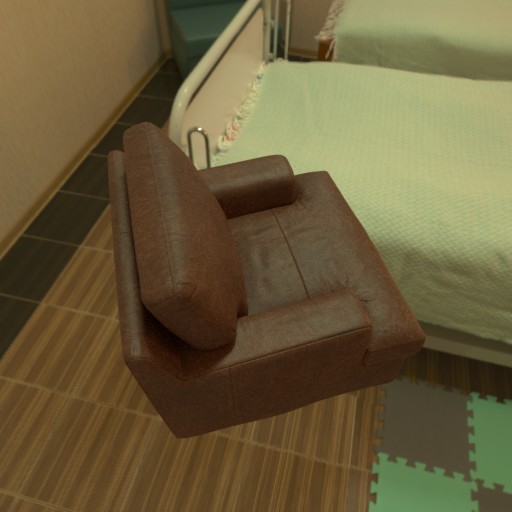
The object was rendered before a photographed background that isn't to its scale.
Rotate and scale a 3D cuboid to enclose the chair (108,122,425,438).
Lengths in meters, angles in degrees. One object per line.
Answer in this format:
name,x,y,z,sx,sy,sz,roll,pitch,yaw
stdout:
chair,0.000,0.000,1.997,1.143,0.939,1.168,-11,50,-10
